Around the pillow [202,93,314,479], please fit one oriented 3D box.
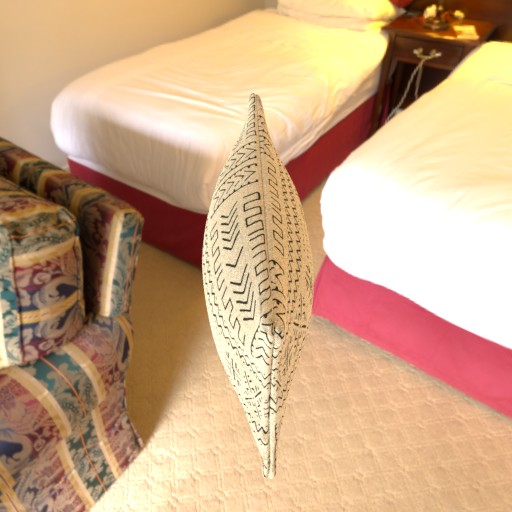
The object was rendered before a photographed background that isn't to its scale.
[{"bbox_3d":[0.000,0.000,0.793,0.188,0.352,0.637,-1,41,-1],"label":"pillow"}]
